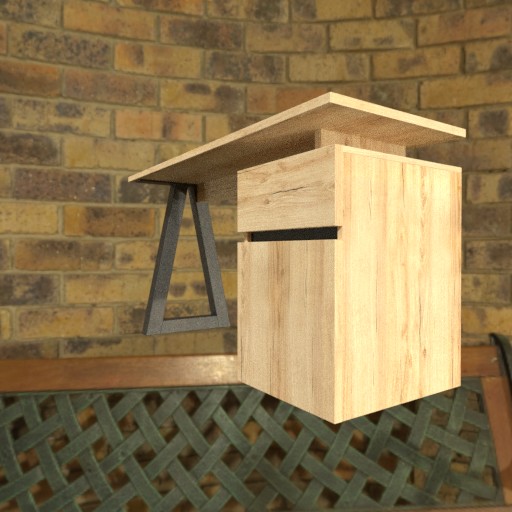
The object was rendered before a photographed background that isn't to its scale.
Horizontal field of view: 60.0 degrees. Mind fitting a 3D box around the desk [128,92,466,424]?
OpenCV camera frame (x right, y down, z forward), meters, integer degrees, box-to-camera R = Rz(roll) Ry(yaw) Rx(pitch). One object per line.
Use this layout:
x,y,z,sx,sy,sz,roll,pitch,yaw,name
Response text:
0.000,0.000,1.741,0.550,0.760,1.400,0,1,-34,desk
